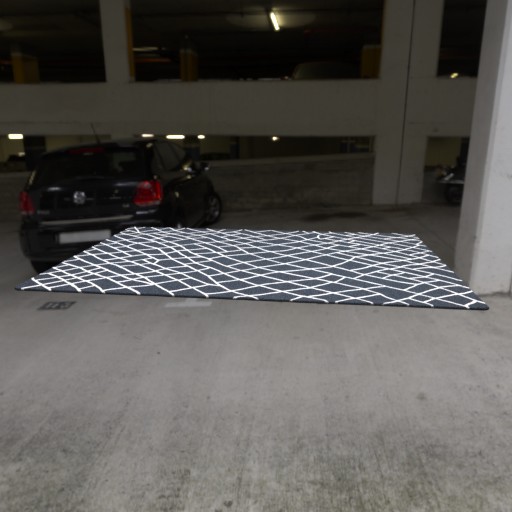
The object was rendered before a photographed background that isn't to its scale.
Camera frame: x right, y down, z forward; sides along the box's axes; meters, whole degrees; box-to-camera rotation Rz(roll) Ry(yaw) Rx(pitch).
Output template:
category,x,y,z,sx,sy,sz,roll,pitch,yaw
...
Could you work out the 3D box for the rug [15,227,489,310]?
category,x,y,z,sx,sy,sz,roll,pitch,yaw
rug,0.000,0.000,2.263,1.830,0.013,1.223,2,16,7
